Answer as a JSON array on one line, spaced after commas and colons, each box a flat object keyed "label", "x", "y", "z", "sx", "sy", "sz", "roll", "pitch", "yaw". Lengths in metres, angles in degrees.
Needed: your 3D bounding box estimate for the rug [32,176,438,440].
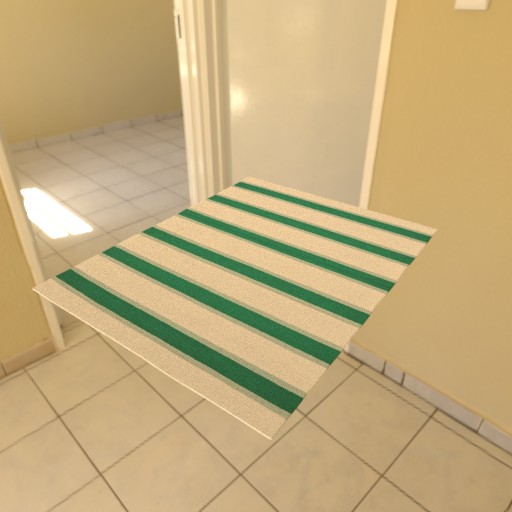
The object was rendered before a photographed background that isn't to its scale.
[{"label": "rug", "x": 0.000, "y": 0.000, "z": 4.137, "sx": 2.434, "sy": 0.019, "sz": 3.041, "roll": 21, "pitch": 38, "yaw": 30}]
